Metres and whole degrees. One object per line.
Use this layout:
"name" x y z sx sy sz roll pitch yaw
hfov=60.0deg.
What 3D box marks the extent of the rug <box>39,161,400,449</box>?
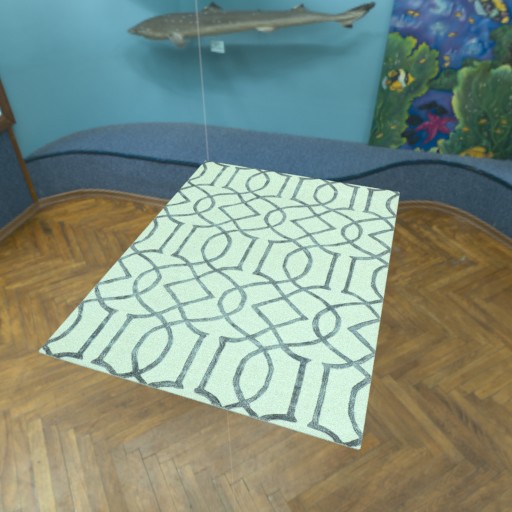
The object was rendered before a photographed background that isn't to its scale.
"rug" 0.000 0.000 3.850 2.211 0.021 2.910 12 41 14
